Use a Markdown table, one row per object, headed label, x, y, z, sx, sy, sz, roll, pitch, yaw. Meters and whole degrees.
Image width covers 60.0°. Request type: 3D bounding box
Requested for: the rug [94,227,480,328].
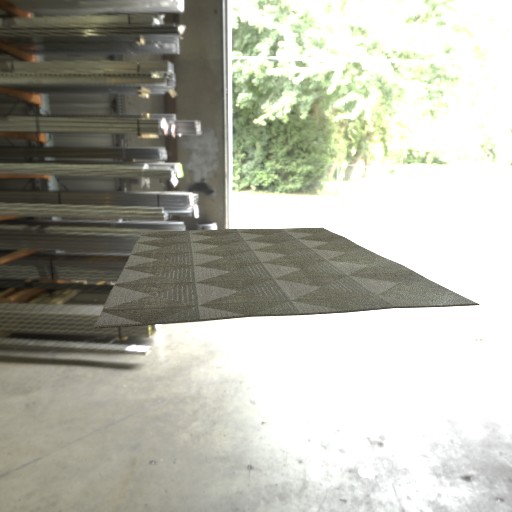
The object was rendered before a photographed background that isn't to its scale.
| label | x | y | z | sx | sy | sz | roll | pitch | yaw |
| --- | --- | --- | --- | --- | --- | --- | --- | --- | --- |
| rug | 0.000 | 0.000 | 4.312 | 2.428 | 0.027 | 3.333 | -2 | 13 | -9 |
